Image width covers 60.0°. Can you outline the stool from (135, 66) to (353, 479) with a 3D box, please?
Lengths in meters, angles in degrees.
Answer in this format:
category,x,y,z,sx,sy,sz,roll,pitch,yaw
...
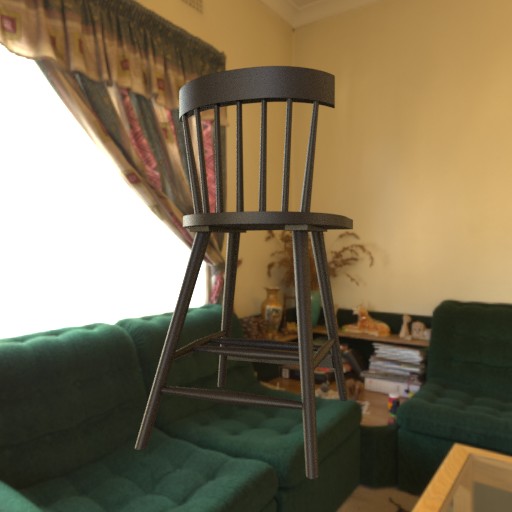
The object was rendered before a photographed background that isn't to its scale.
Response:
category,x,y,z,sx,sy,sz,roll,pitch,yaw
stool,0.000,0.000,1.277,0.494,0.953,0.549,0,1,19
